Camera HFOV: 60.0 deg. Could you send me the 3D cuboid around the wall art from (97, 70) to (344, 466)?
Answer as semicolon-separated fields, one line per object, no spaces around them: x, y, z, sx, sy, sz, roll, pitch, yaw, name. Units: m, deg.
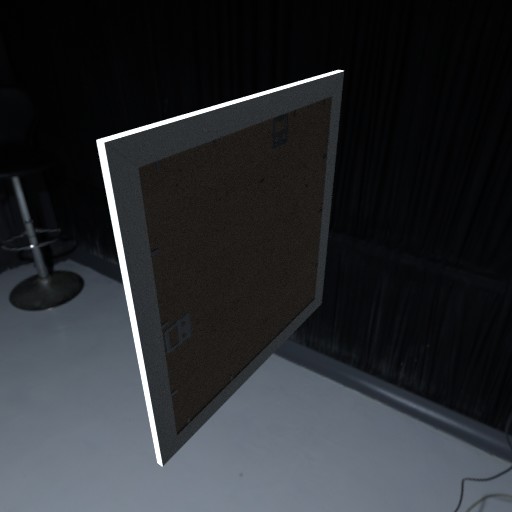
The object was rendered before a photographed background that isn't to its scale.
0.000;0.000;0.843;0.013;0.584;0.584;21;37;30;wall art
